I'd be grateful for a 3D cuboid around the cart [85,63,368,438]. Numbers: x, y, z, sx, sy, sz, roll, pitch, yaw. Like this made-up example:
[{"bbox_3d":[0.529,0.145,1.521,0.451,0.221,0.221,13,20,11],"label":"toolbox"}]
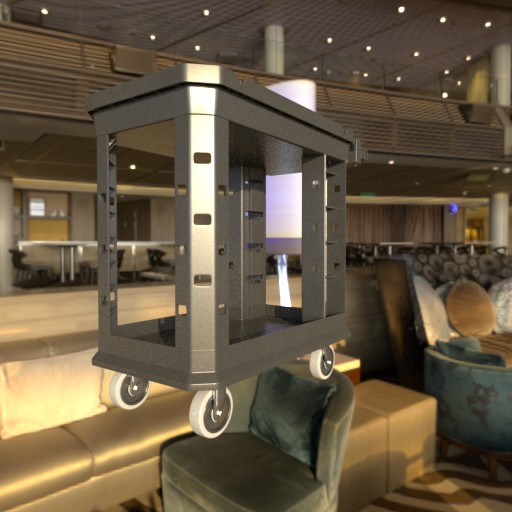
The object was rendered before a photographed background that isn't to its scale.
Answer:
[{"bbox_3d":[0.000,0.000,1.531,0.497,0.884,1.061,1,2,36],"label":"cart"}]
